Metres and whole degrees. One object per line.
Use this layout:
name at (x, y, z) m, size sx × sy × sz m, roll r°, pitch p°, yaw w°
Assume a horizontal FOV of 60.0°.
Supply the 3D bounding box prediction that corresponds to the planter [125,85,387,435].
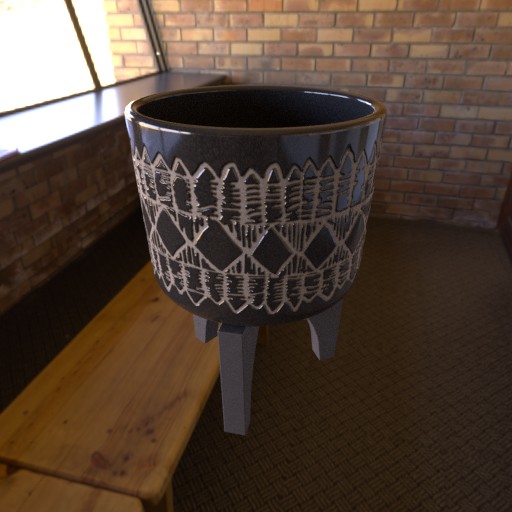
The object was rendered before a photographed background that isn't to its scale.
planter at (0.000, 0.000, 0.266) m, size 0.129 × 0.177 × 0.129 m, roll 0°, pitch 28°, yaw 0°
